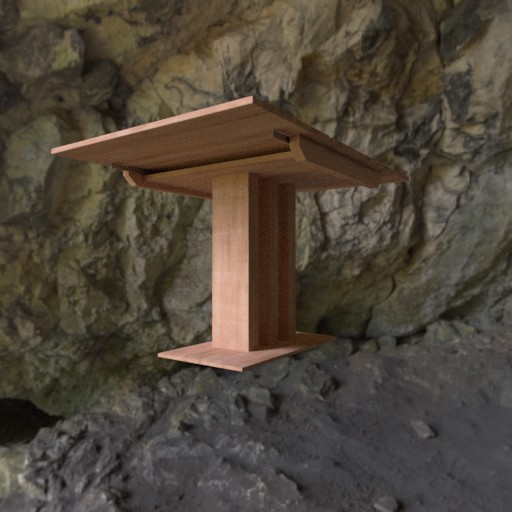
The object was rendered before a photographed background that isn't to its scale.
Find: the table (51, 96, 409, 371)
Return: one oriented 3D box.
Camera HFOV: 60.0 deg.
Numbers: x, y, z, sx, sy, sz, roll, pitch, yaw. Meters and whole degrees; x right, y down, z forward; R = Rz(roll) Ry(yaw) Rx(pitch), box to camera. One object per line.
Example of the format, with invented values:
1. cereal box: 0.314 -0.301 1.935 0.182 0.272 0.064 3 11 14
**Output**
1. table: 0.000 0.000 1.872 0.900 0.770 1.300 -1 -1 35
